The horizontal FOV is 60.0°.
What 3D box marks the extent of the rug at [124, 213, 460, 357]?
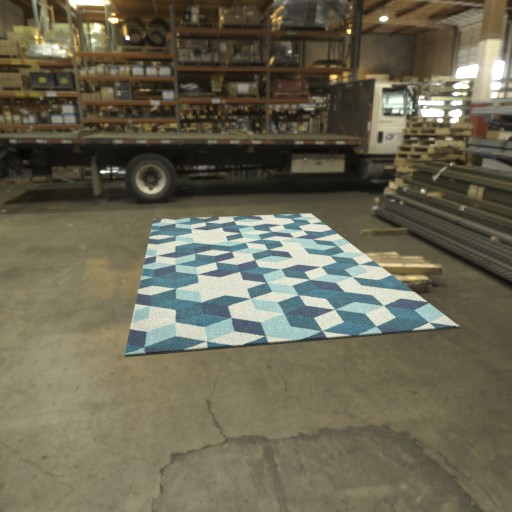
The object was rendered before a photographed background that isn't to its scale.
[{"bbox_3d":[0.000,0.000,3.088,1.518,0.015,2.438,-3,18,-9],"label":"rug"}]
